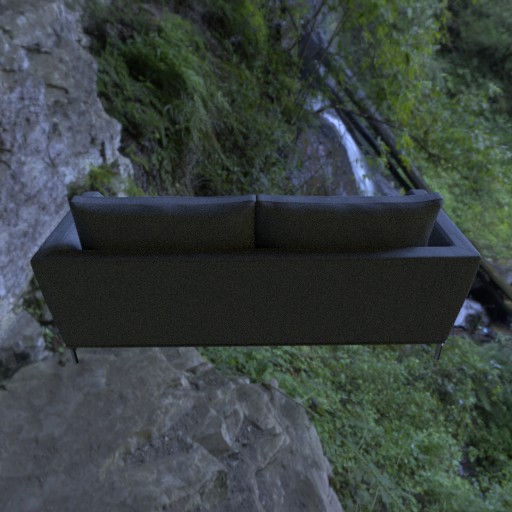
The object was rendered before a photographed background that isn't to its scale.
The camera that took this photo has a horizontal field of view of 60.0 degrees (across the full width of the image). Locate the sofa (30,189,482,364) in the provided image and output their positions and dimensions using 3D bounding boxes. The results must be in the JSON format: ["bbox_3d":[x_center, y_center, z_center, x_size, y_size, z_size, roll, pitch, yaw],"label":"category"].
[{"bbox_3d":[0.000,0.000,2.636,2.212,1.002,0.869,0,31,-1],"label":"sofa"}]
